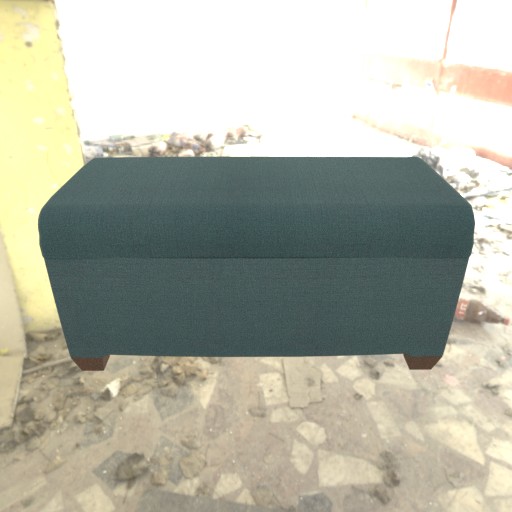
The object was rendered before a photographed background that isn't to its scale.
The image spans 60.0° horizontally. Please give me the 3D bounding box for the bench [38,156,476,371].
[{"bbox_3d":[0.000,0.000,1.244,0.995,0.474,0.476,0,29,0],"label":"bench"}]
